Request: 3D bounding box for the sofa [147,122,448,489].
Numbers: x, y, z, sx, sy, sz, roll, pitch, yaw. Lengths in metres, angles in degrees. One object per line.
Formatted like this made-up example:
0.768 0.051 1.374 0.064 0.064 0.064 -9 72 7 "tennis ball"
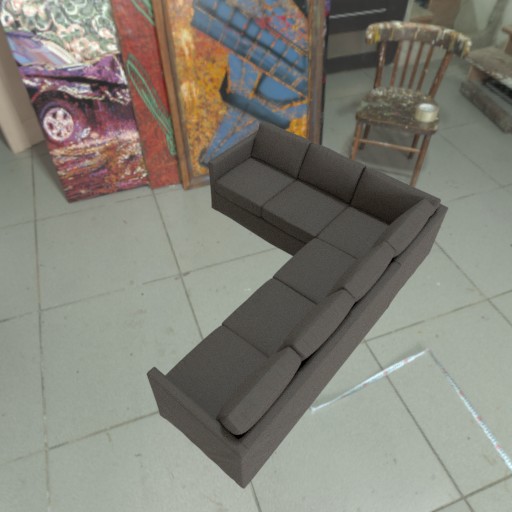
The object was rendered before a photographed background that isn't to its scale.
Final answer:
0.000 0.000 4.333 2.432 0.871 3.182 32 54 26 "sofa"
